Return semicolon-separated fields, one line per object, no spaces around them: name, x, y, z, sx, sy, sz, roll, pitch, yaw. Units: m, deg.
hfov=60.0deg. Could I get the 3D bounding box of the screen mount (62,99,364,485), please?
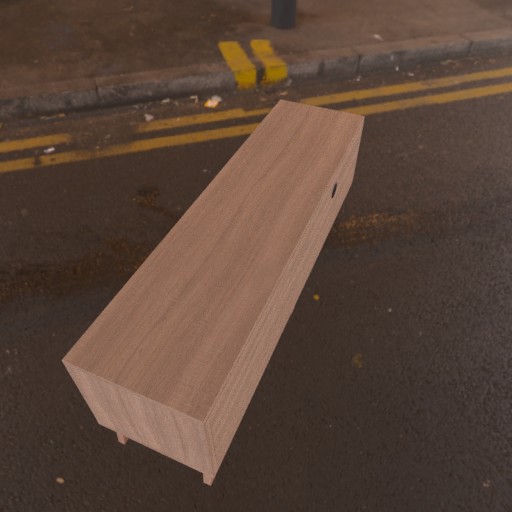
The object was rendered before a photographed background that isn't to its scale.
screen mount;0.000;0.000;1.702;0.401;0.509;1.500;17;48;16
